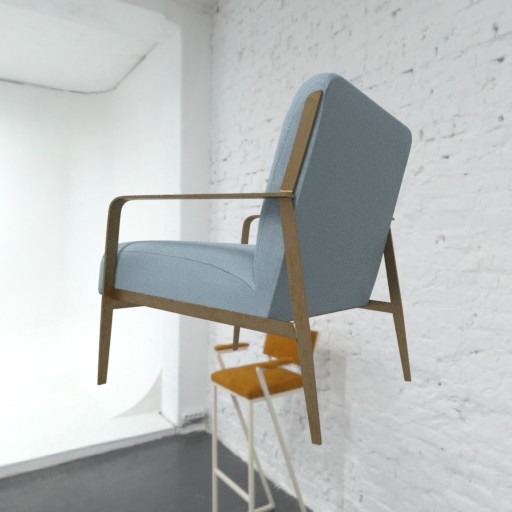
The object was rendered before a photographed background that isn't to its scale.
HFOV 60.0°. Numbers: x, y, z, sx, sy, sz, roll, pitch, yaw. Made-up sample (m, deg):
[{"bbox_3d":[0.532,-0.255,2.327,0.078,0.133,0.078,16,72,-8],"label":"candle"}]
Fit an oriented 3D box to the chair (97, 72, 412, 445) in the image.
[{"bbox_3d":[0.000,0.000,1.445,0.842,0.824,0.701,-1,-1,36],"label":"chair"}]
